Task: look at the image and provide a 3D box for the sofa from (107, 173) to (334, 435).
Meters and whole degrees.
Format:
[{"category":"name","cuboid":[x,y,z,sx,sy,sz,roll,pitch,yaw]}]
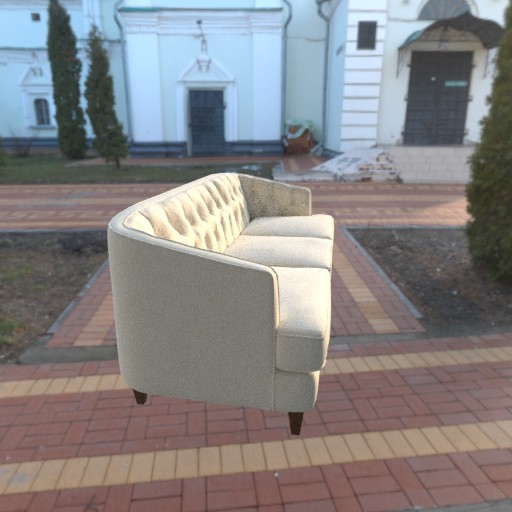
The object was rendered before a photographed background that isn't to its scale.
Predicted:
[{"category":"sofa","cuboid":[0.000,0.000,2.743,0.941,0.855,2.278,3,17,10]}]
